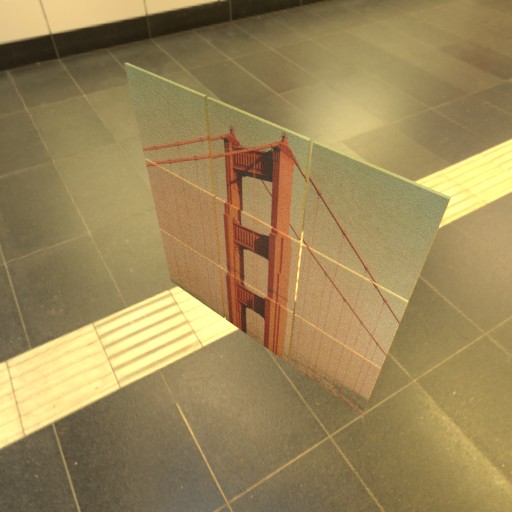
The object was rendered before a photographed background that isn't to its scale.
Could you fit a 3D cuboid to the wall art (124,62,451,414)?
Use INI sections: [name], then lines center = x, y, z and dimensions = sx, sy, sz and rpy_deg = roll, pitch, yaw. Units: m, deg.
[wall art]
center = 0.000, 0.000, 1.780
dimensions = 1.214, 1.219, 0.013
rpy_deg = 31, 54, 26
